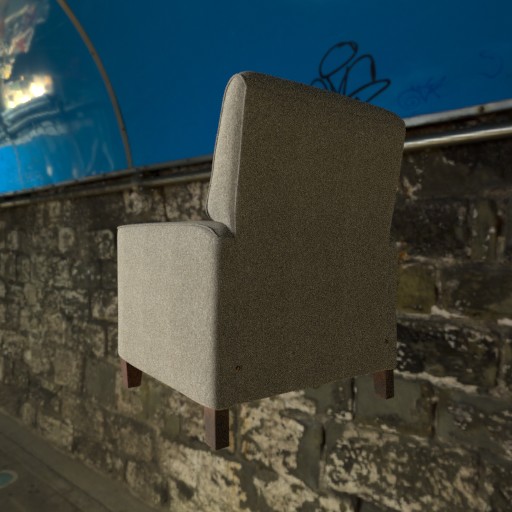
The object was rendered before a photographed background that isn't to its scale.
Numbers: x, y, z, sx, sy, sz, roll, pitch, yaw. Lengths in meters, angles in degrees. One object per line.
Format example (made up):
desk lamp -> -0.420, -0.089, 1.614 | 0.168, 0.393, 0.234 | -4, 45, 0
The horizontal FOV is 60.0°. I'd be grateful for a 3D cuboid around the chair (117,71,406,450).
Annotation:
chair -> 0.000, 0.000, 1.665 | 0.841, 1.028, 0.858 | 0, 1, -36
